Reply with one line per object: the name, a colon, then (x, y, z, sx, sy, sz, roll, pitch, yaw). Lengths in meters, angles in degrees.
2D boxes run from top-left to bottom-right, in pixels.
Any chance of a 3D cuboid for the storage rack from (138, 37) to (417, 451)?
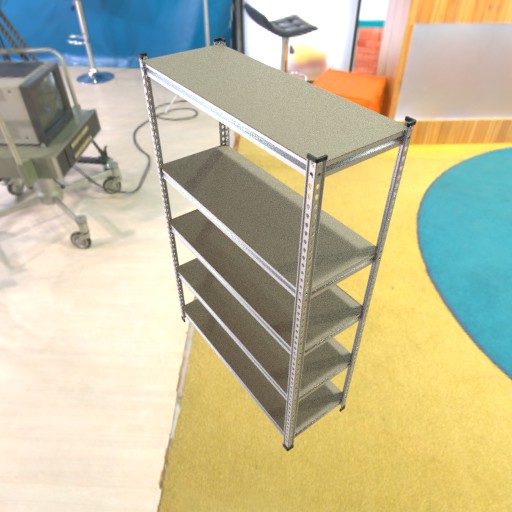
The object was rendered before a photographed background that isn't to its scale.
storage rack: (0.000, 0.000, 2.358, 0.457, 1.829, 1.219, -26, 47, -27)
